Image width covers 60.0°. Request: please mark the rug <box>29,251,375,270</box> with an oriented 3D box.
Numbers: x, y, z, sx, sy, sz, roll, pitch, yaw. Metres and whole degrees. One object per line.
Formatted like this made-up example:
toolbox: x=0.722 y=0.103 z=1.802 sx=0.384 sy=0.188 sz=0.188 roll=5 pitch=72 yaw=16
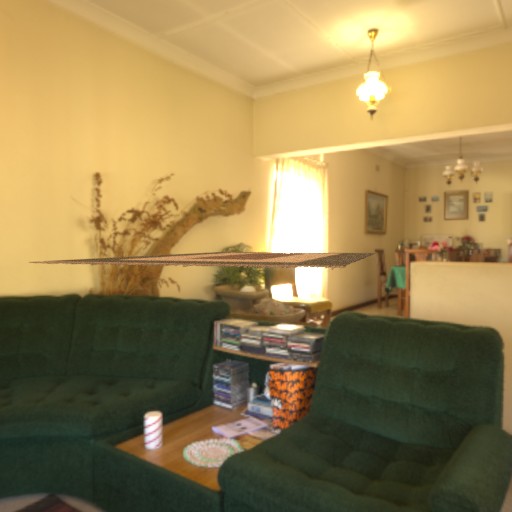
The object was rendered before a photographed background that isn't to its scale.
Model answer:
rug: x=0.000 y=0.000 z=1.878 sx=0.920 sy=0.013 sz=1.541 roll=1 pitch=2 yaw=18
